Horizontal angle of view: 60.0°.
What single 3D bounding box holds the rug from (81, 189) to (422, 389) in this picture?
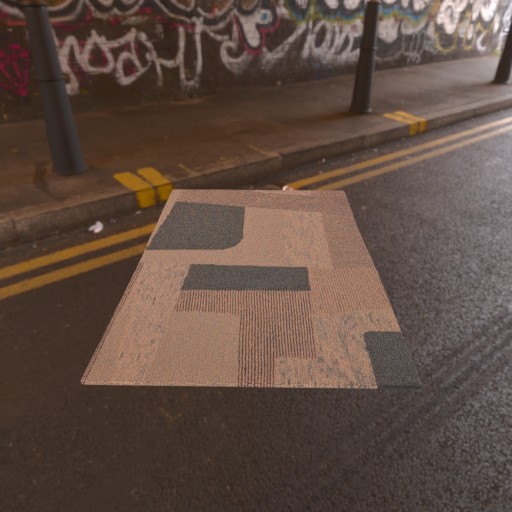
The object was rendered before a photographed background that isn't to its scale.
[{"bbox_3d":[0.000,0.000,2.390,1.238,0.020,1.847,1,30,1],"label":"rug"}]
